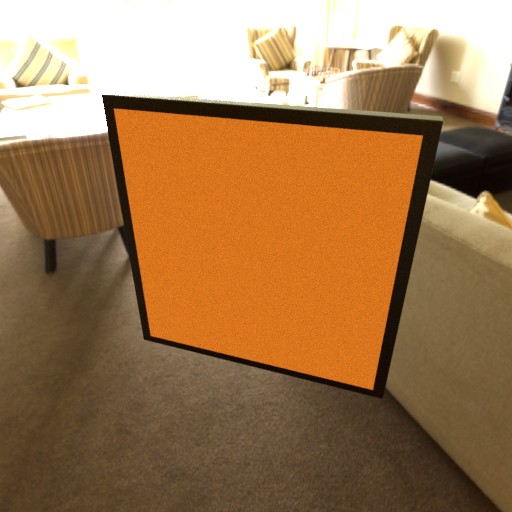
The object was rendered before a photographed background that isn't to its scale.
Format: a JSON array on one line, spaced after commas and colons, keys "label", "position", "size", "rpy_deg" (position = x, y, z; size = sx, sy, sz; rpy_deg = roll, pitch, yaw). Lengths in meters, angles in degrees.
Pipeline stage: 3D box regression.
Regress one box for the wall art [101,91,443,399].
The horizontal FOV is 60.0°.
[{"label": "wall art", "position": [0.000, 0.000, 1.148], "size": [0.755, 0.761, 0.038], "rpy_deg": [10, 33, 16]}]
